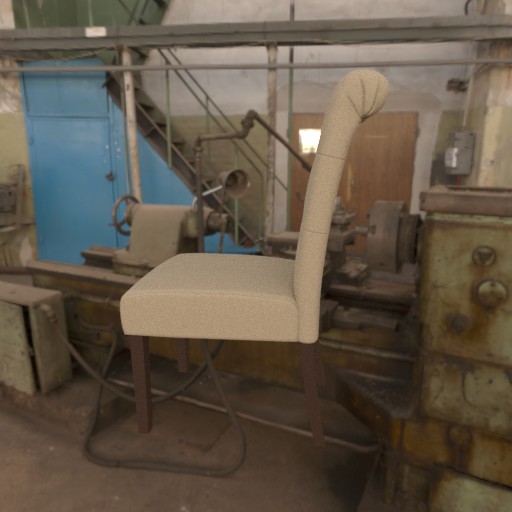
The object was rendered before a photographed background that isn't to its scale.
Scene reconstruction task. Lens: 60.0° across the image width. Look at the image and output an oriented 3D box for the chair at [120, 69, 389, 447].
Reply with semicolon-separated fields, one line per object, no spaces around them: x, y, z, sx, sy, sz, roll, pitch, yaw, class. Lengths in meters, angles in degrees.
0.000;0.000;1.336;0.671;1.006;0.456;2;14;9;chair
